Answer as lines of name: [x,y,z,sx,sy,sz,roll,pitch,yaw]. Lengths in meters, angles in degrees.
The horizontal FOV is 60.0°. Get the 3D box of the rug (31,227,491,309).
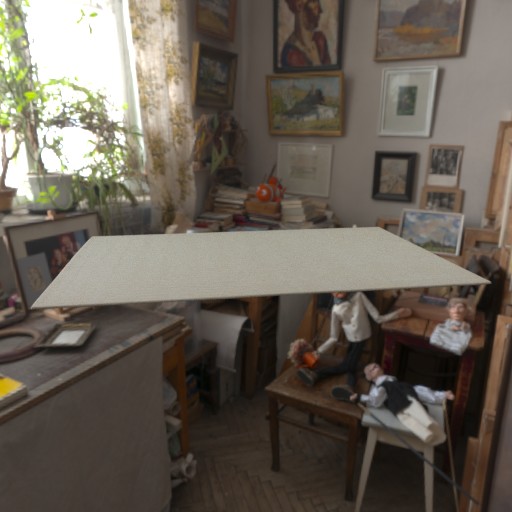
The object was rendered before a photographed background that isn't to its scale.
rug: [0.000,0.000,3.014,2.441,0.014,1.531,-2,16,-9]
